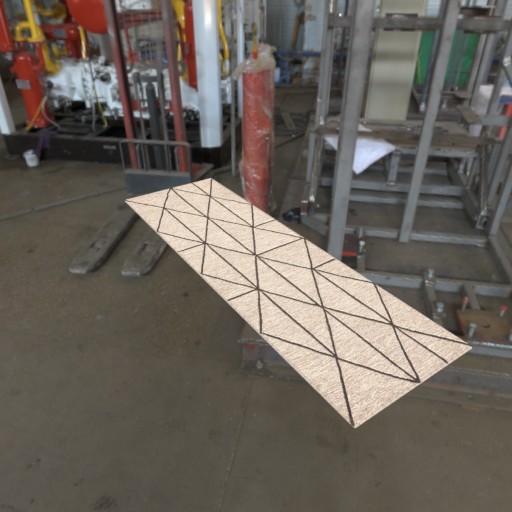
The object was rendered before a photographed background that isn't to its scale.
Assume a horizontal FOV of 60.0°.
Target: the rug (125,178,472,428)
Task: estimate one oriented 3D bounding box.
[{"bbox_3d":[0.000,0.000,2.720,0.762,0.012,2.438,-20,38,-29],"label":"rug"}]
